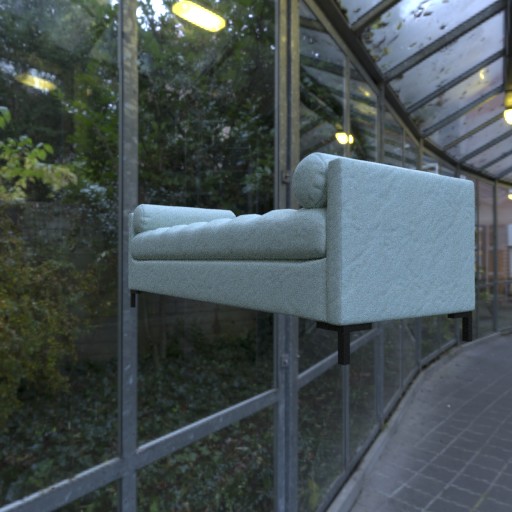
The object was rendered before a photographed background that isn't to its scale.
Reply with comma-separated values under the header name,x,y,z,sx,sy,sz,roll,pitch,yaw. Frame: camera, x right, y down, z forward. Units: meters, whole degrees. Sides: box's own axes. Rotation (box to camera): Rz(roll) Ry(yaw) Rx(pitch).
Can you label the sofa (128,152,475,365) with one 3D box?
name,x,y,z,sx,sy,sz,roll,pitch,yaw
sofa,0.000,0.000,2.454,0.796,0.705,2.102,0,-1,-34
